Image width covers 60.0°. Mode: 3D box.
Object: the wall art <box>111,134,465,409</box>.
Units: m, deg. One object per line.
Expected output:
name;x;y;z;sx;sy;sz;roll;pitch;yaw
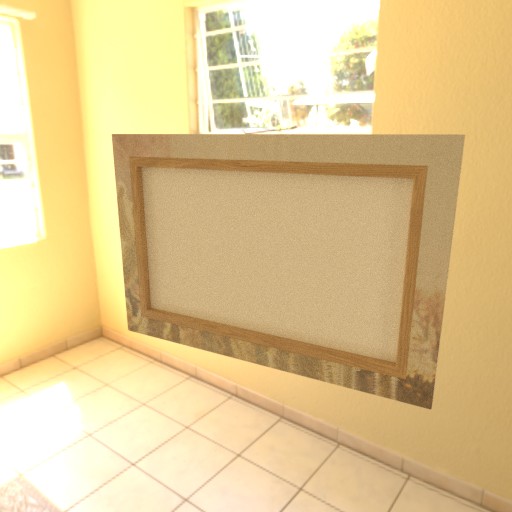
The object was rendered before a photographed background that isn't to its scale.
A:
wall art;0.000;0.000;1.908;1.525;1.012;0.038;8;17;26
